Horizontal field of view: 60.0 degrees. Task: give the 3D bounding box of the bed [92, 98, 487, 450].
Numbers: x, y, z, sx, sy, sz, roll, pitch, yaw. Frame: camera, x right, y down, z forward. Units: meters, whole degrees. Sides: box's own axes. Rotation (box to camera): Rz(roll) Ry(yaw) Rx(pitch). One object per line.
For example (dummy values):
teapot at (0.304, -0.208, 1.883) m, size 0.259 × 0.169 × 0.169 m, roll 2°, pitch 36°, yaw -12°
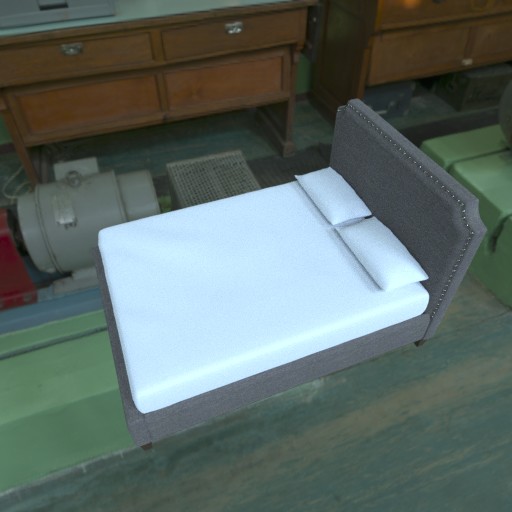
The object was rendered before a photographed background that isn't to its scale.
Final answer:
bed at (0.000, 0.000, 3.385) m, size 2.381 × 1.457 × 1.713 m, roll -16°, pitch 48°, yaw -15°
